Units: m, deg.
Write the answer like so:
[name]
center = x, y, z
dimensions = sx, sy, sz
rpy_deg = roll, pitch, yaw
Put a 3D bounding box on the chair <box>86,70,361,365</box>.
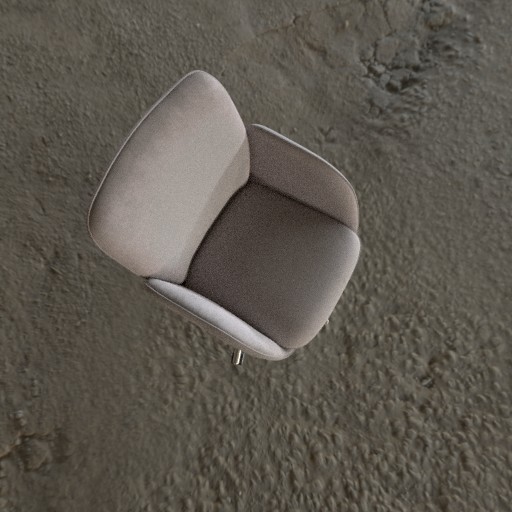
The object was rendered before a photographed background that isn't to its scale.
[chair]
center = 0.000, 0.000, 1.399
dimensions = 0.654, 0.959, 0.648
rpy_deg = 29, 77, 8
